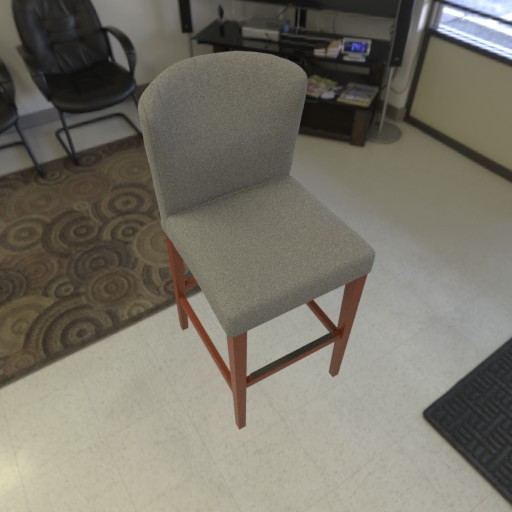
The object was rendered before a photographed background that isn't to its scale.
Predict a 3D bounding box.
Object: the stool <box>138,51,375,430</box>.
[{"bbox_3d":[0.000,0.000,1.404,0.481,1.069,0.568,-22,50,-21],"label":"stool"}]
